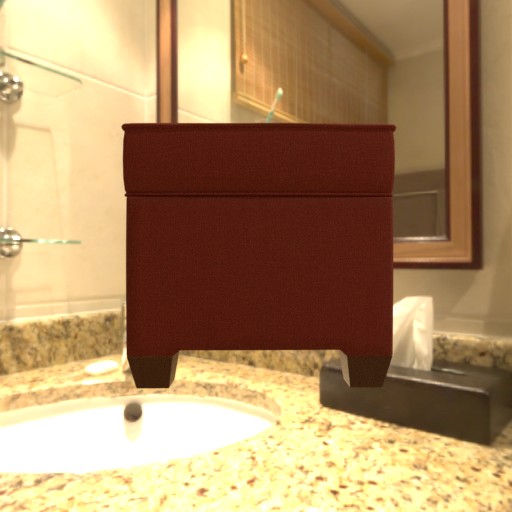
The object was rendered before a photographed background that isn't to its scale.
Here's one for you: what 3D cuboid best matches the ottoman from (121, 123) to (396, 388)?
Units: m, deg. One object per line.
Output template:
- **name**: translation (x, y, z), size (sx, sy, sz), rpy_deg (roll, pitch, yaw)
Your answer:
- **ottoman**: translation (0.000, 0.000, 1.207), size (0.497, 0.454, 0.948), rpy_deg (0, 0, -1)
